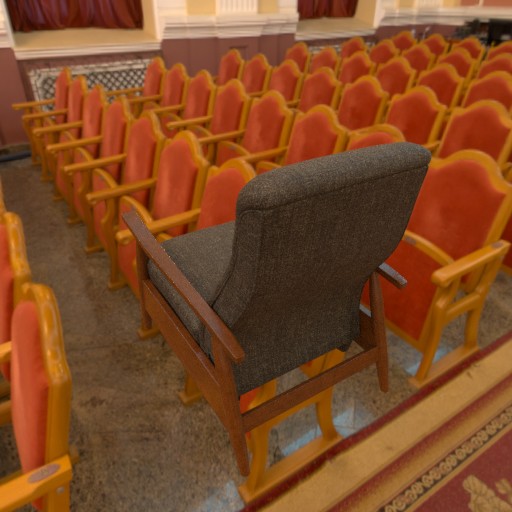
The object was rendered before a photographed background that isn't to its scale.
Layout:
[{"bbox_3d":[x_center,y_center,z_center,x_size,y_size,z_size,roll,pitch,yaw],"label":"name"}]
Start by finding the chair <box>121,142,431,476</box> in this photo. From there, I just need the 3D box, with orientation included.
[{"bbox_3d":[0.000,0.000,1.796,0.762,1.082,1.014,-18,35,-28],"label":"chair"}]
